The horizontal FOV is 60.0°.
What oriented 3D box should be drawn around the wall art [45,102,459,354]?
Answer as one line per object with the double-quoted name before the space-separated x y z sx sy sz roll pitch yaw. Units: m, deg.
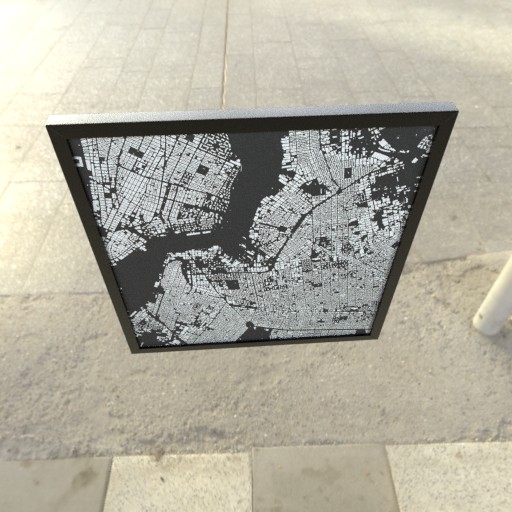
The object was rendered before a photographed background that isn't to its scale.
"wall art" 0.000 0.000 1.091 0.755 0.761 0.038 -3 46 -3
